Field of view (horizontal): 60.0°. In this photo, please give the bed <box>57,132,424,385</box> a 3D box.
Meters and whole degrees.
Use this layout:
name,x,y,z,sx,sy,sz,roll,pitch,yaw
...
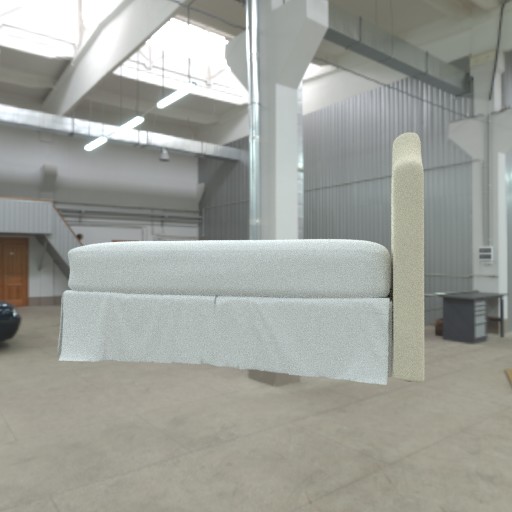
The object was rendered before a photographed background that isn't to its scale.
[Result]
name,x,y,z,sx,sy,sz,roll,pitch,yaw
bed,0.000,0.000,3.278,2.209,1.296,1.827,0,0,17
